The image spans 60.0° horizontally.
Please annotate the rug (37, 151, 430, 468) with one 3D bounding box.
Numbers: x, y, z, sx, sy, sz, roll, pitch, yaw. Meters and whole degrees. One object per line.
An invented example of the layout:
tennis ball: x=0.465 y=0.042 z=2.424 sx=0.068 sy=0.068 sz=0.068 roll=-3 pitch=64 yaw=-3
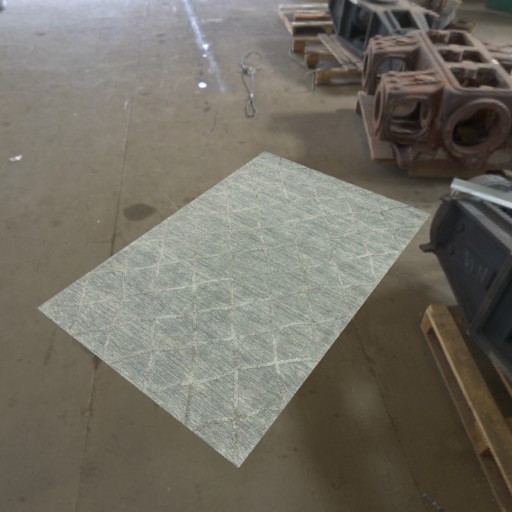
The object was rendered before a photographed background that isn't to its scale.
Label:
rug: x=0.000 y=0.000 z=2.951 sx=1.521 sy=0.006 sz=2.283 roll=27 pitch=49 yaw=26
